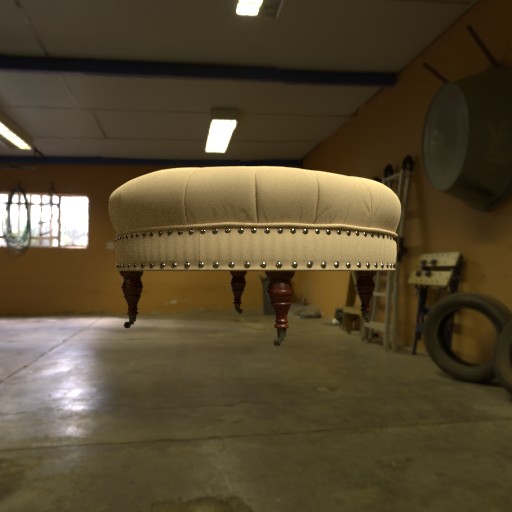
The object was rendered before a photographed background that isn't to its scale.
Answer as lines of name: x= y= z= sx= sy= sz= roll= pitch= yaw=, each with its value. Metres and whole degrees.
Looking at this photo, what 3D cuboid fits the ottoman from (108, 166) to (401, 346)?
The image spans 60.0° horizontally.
ottoman: x=0.000 y=0.000 z=1.410 sx=0.901 sy=0.439 sz=0.901 roll=0 pitch=-2 yaw=0
